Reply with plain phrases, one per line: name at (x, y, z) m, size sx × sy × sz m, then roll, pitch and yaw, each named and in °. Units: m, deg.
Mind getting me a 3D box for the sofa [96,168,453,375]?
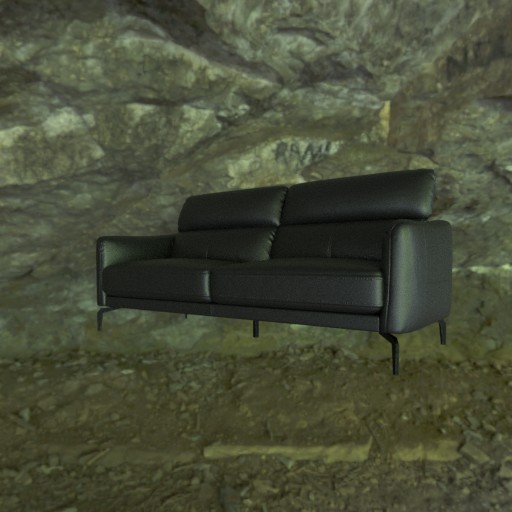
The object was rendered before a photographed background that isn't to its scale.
sofa at (0.000, 0.000, 2.617) m, size 2.069 × 0.957 × 0.856 m, roll -1°, pitch -1°, yaw 36°
